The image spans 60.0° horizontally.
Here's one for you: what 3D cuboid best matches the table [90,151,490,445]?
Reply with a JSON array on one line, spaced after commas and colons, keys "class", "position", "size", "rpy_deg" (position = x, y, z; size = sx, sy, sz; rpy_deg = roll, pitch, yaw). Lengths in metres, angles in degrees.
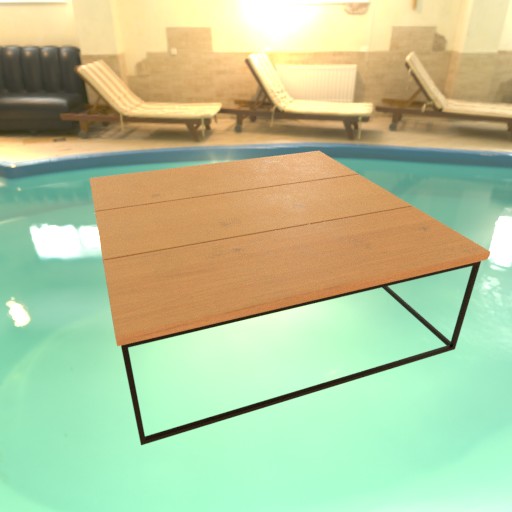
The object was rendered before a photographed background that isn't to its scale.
[{"class": "table", "position": [0.000, 0.000, 1.716], "size": [1.100, 0.400, 1.100], "rpy_deg": [-11, 32, -18]}]
